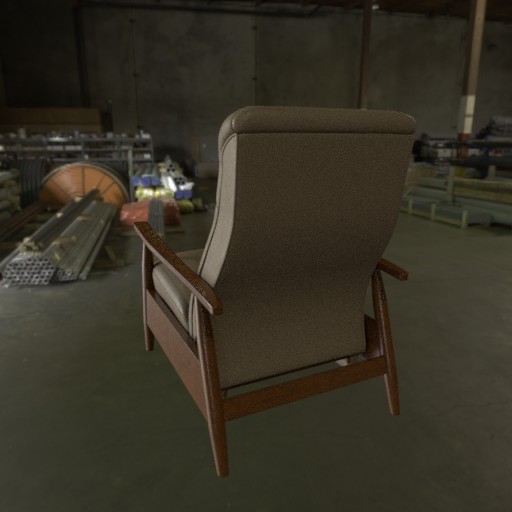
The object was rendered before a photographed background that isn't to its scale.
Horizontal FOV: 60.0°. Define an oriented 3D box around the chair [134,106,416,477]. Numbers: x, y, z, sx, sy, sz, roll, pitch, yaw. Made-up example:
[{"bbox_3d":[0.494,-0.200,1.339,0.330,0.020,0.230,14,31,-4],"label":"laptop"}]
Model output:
[{"bbox_3d":[0.000,0.000,1.789,0.762,1.082,1.014,-7,16,-26],"label":"chair"}]
